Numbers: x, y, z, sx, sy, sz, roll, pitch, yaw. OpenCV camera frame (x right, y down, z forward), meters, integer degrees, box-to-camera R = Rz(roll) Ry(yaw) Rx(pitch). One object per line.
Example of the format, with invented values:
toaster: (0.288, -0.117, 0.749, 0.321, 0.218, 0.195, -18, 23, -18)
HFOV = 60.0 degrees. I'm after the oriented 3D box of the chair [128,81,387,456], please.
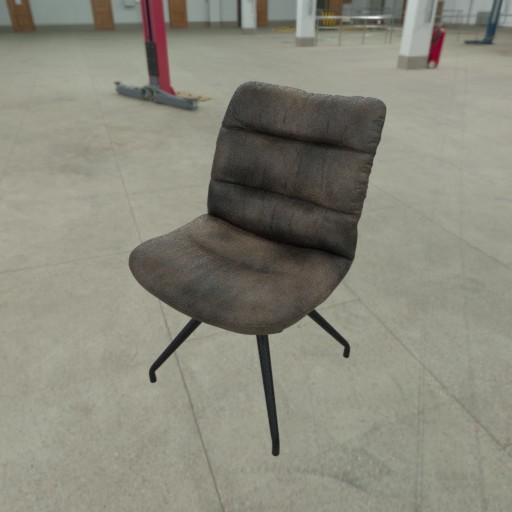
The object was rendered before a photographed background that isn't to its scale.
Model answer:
chair: (0.000, 0.000, 1.311, 0.549, 0.870, 0.622, 19, 35, 29)
